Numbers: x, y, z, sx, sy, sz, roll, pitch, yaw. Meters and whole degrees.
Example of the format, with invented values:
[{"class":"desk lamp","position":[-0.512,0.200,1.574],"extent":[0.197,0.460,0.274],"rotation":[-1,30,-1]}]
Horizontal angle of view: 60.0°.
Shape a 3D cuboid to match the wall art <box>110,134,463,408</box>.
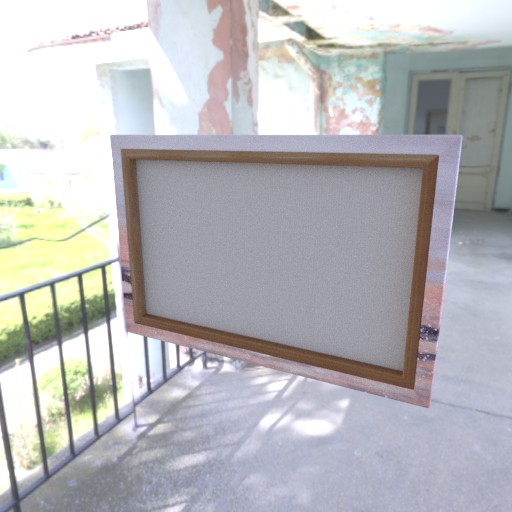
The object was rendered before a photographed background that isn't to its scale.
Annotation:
[{"class":"wall art","position":[0.000,0.000,1.154],"extent":[0.913,0.609,0.038],"rotation":[8,17,26]}]
